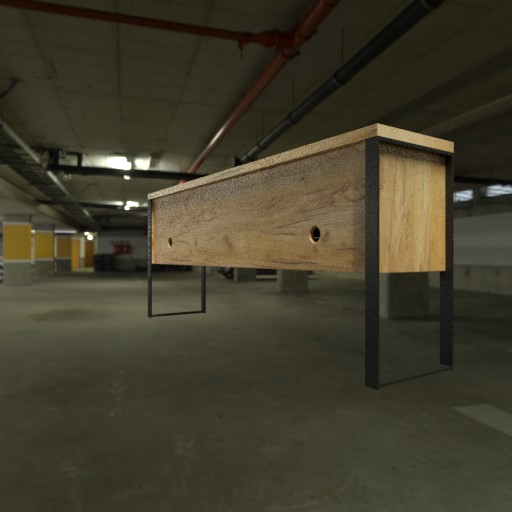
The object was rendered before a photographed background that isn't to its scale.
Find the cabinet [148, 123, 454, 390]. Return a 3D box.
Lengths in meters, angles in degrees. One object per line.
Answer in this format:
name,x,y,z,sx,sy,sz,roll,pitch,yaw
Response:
cabinet,0.000,0.000,2.120,0.395,0.762,1.800,0,0,-34
